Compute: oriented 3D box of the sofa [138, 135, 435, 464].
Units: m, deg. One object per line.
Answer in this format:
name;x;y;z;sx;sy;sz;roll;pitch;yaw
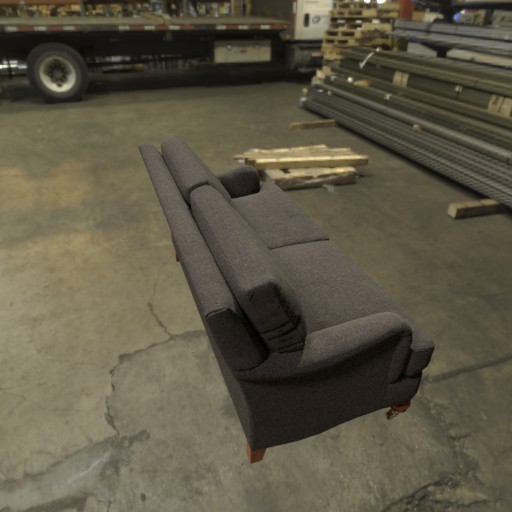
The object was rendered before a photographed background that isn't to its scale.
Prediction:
sofa;0.000;0.000;2.747;1.087;1.054;2.160;-10;32;-16
